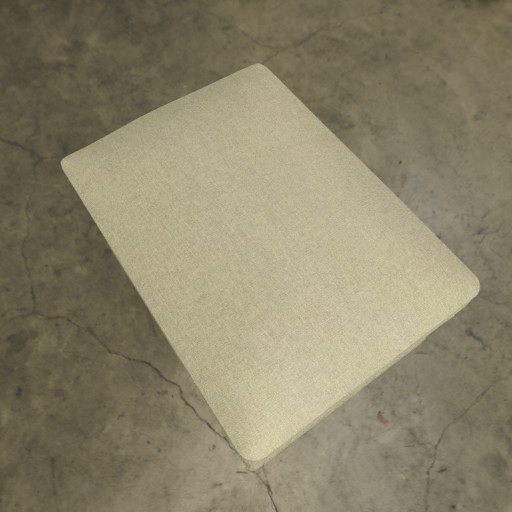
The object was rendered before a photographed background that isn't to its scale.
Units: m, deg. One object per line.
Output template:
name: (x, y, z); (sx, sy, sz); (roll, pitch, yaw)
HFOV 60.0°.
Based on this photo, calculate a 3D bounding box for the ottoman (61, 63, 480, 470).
ottoman: (0.000, 0.000, 1.183); (0.619, 0.504, 0.843); (-32, 68, -15)
